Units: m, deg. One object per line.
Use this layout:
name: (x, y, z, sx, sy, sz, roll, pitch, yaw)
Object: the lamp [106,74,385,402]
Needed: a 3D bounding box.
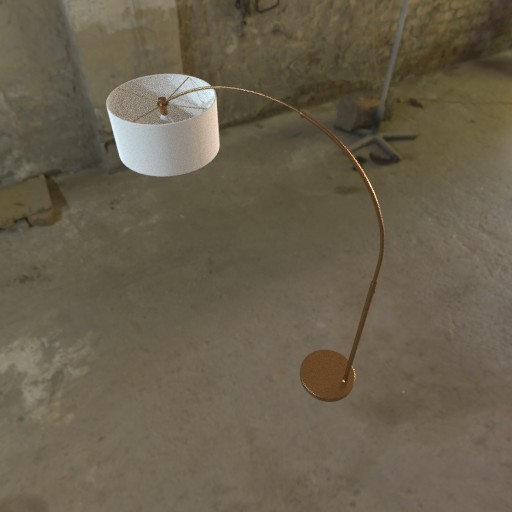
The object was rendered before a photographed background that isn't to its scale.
lamp: (0.000, 0.000, 2.490, 1.434, 1.927, 0.493, 18, 49, 17)
